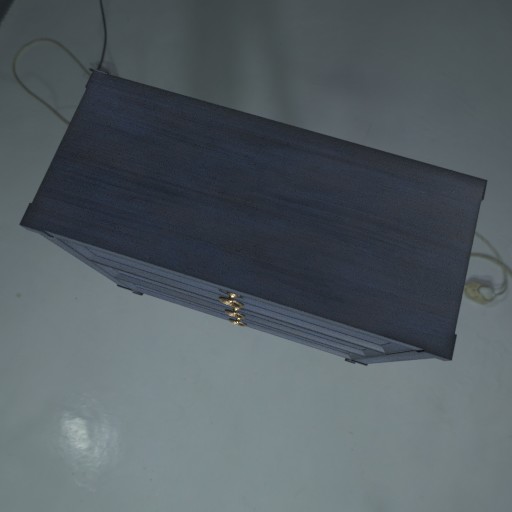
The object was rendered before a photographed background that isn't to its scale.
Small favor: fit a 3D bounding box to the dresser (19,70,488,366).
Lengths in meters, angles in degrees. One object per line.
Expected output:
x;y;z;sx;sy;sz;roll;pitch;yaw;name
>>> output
0.000;0.000;1.550;1.049;0.986;0.463;17;76;4;dresser
